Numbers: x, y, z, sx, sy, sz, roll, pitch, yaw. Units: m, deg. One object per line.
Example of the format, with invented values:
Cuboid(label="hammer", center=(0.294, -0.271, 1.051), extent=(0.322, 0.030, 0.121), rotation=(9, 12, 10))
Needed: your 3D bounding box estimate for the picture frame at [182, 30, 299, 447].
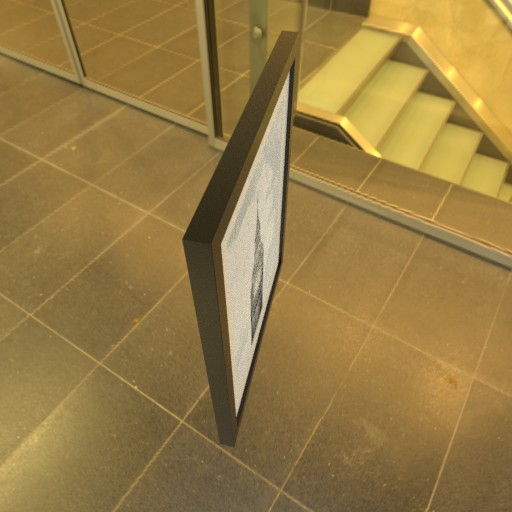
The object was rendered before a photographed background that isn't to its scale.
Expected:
Cuboid(label="picture frame", center=(0.000, 0.000, 0.757), extent=(0.028, 0.556, 0.460), rotation=(10, 50, 9))
